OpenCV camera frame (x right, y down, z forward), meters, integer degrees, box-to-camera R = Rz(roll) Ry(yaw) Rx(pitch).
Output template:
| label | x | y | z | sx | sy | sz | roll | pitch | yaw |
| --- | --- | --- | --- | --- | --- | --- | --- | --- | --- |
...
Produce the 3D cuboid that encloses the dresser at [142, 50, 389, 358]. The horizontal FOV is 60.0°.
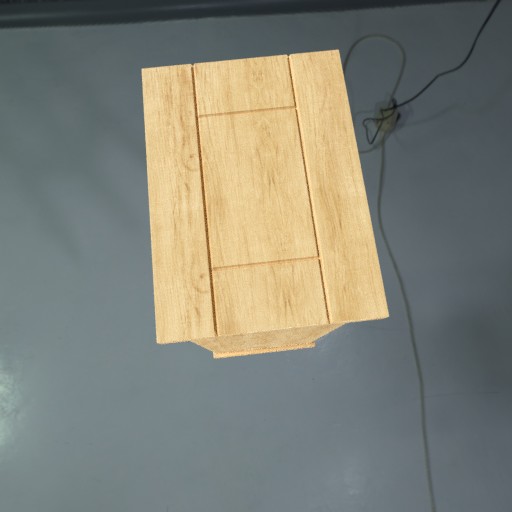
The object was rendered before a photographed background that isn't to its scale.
| label | x | y | z | sx | sy | sz | roll | pitch | yaw |
| --- | --- | --- | --- | --- | --- | --- | --- | --- | --- |
| dresser | 0.000 | 0.000 | 1.308 | 0.390 | 1.041 | 0.531 | -6 | 75 | -2 |
